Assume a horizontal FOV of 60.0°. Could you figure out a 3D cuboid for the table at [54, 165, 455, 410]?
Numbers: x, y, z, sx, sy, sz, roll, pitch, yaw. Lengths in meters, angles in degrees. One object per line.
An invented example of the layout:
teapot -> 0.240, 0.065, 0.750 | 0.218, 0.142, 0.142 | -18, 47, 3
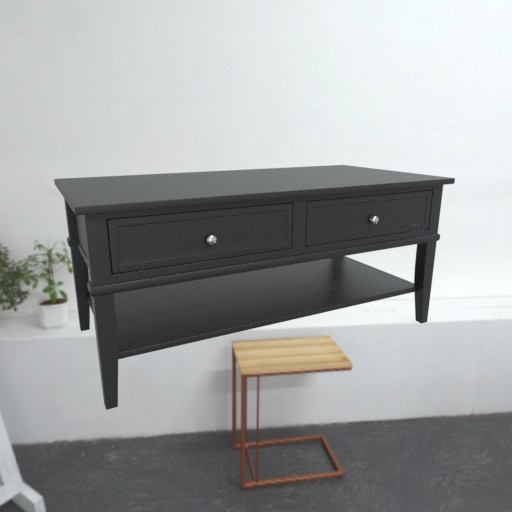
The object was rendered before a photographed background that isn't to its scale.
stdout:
table -> 0.000, 0.000, 1.356 | 1.044, 0.470, 0.523 | -8, 18, -26
